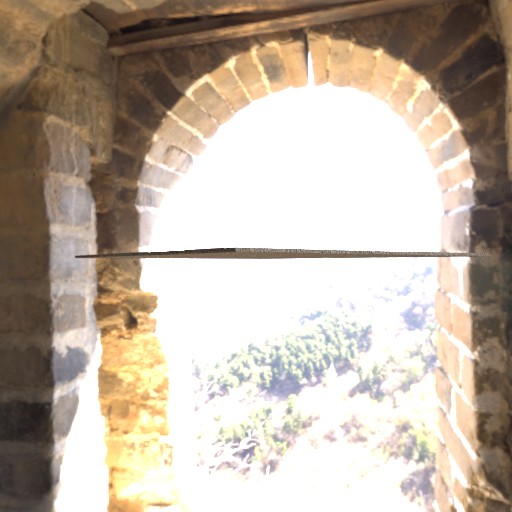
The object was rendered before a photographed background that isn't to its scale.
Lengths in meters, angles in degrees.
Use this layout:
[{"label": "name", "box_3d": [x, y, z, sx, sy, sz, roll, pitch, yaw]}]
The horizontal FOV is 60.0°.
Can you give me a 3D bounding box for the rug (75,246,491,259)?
[{"label": "rug", "box_3d": [0.000, 0.000, 4.010, 2.400, 0.026, 3.000, 1, -1, -36]}]
